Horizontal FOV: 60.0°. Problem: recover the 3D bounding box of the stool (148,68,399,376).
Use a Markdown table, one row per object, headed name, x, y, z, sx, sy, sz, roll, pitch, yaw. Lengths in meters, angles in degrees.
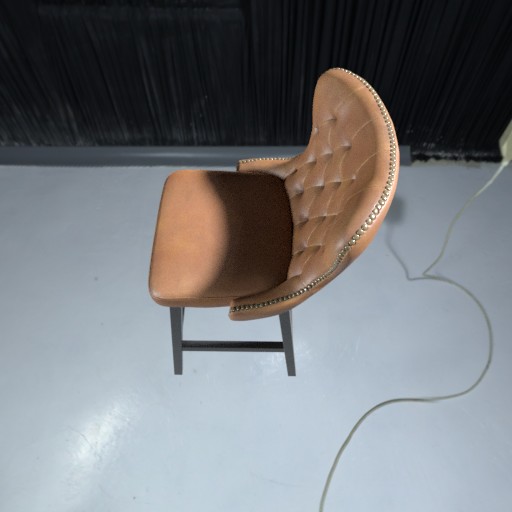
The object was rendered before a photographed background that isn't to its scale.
| name | x | y | z | sx | sy | sz | roll | pitch | yaw |
| --- | --- | --- | --- | --- | --- | --- | --- | --- | --- |
| stool | 0.000 | 0.000 | 1.325 | 0.593 | 0.971 | 0.528 | 1 | 58 | 0 |
